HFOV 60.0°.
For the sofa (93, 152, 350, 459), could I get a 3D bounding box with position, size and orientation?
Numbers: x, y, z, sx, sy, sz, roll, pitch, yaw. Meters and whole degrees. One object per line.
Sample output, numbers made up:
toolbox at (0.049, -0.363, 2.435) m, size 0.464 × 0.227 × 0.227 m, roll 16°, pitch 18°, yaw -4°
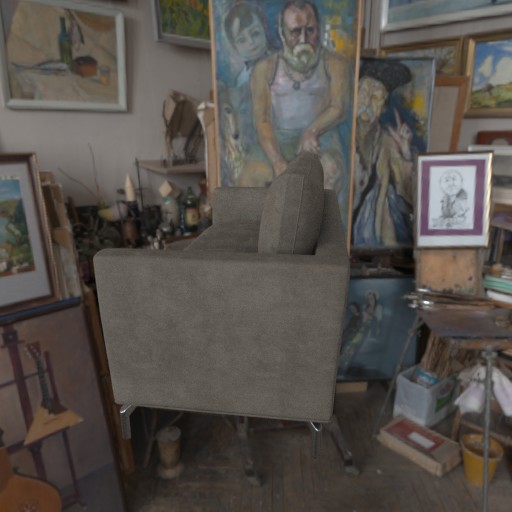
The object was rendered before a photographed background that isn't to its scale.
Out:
sofa at (0.000, 0.000, 2.332) m, size 0.855 × 1.013 × 1.832 m, roll 2°, pitch 16°, yaw 8°
